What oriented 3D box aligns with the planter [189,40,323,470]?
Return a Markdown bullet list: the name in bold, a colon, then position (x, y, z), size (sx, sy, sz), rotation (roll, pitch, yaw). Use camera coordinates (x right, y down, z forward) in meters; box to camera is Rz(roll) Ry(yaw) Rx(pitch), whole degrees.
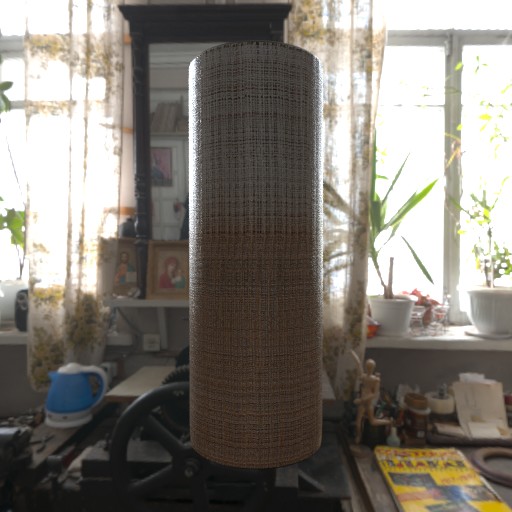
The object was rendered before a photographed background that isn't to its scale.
- **planter**: position (0.000, 0.000, 0.333), size (0.099, 0.278, 0.099), rotation (-1, 1, -37)
